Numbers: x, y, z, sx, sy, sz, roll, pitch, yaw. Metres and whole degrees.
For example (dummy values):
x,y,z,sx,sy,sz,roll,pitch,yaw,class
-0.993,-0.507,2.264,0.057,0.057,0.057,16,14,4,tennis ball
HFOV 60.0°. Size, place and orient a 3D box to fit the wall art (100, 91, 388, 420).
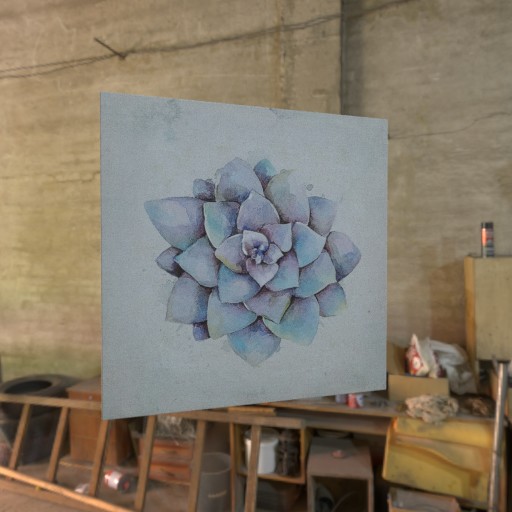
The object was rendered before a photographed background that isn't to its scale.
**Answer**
x,y,z,sx,sy,sz,roll,pitch,yaw,class
0.000,0.000,1.154,0.762,0.762,0.038,0,1,-17,wall art
